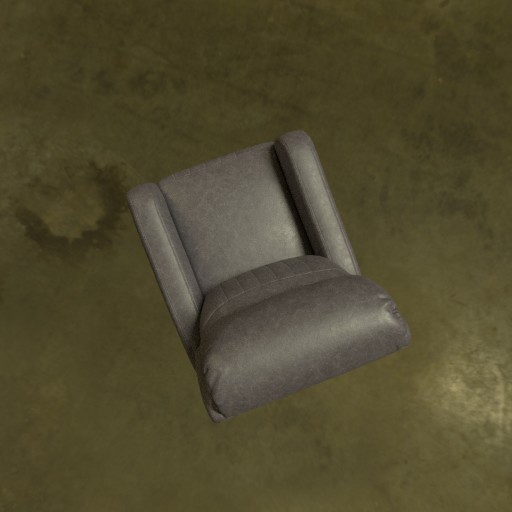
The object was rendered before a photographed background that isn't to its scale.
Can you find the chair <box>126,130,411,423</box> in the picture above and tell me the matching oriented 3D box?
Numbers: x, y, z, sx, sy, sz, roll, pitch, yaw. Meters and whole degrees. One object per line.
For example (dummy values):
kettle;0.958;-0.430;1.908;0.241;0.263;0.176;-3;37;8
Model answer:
chair;0.000;0.000;1.862;0.865;1.067;1.067;-20;77;-5
